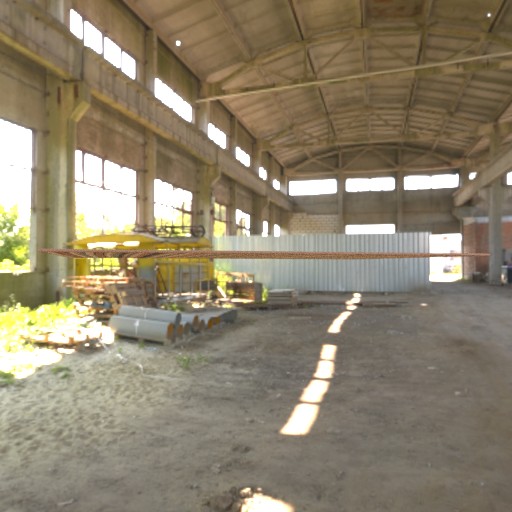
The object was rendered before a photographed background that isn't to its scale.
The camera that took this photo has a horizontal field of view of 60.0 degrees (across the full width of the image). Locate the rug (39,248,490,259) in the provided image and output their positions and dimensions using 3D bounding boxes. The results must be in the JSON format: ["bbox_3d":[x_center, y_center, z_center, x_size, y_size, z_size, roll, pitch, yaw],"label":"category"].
[{"bbox_3d":[0.000,0.000,2.974,2.438,0.014,1.523,0,-1,-18],"label":"rug"}]
